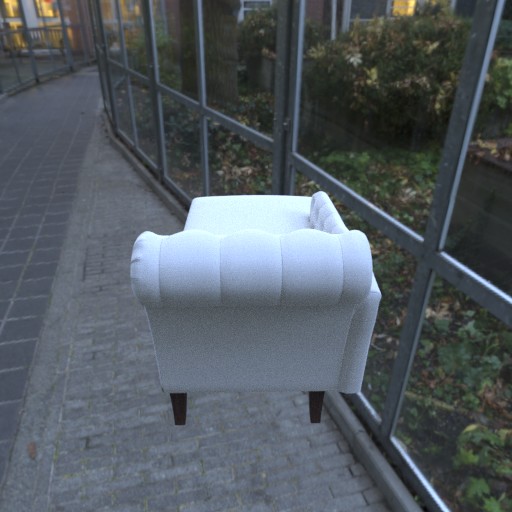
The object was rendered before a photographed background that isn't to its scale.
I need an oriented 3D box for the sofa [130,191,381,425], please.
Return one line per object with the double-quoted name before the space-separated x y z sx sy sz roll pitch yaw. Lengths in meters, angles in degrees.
"sofa" 0.000 0.000 1.816 0.675 0.787 1.379 -1 29 -1
